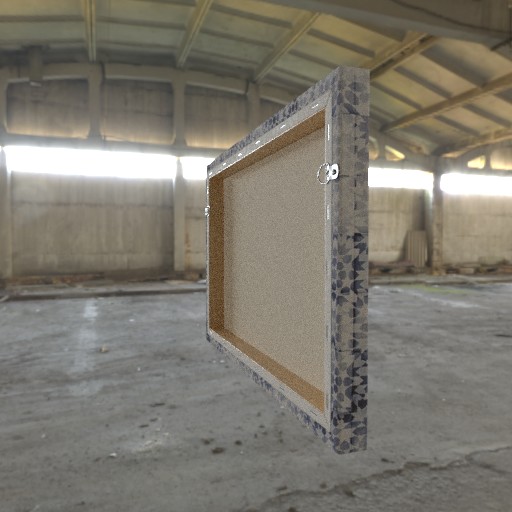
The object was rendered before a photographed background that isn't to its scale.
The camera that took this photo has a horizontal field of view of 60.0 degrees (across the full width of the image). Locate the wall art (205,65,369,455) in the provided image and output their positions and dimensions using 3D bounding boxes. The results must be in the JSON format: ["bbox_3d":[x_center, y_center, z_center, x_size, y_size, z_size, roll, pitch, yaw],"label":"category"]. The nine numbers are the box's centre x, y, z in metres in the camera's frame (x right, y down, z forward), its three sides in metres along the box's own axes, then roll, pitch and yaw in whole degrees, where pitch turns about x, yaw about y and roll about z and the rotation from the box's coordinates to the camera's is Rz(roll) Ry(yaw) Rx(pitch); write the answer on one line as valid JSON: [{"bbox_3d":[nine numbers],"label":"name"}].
[{"bbox_3d":[0.000,0.000,1.123,0.057,0.608,0.911,0,1,-20],"label":"wall art"}]
